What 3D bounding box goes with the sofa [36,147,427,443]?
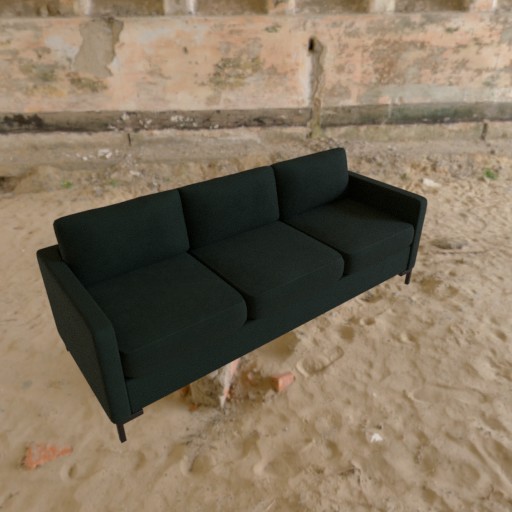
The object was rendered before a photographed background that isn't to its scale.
[{"bbox_3d":[0.000,0.000,2.674,2.218,0.870,0.859,-21,36,-32],"label":"sofa"}]
